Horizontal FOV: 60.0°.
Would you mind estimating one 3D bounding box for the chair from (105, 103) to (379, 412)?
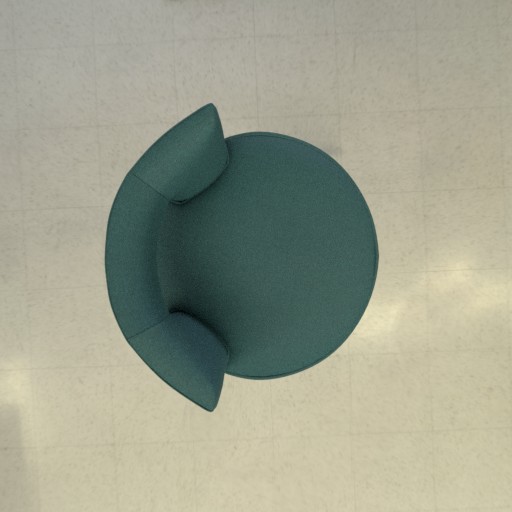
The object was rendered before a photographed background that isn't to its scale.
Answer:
[{"bbox_3d":[0.000,0.000,1.263,0.660,0.711,0.684,0,91,0],"label":"chair"}]
